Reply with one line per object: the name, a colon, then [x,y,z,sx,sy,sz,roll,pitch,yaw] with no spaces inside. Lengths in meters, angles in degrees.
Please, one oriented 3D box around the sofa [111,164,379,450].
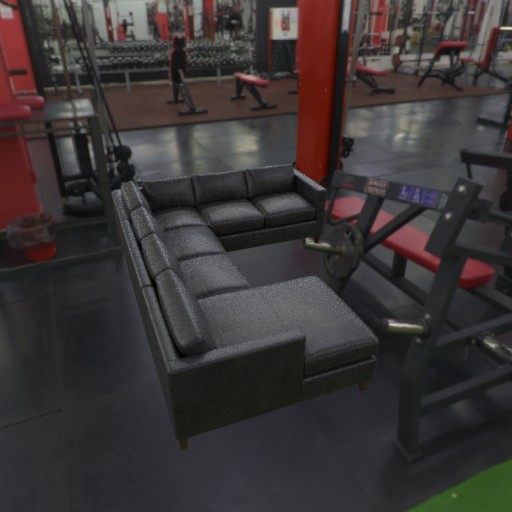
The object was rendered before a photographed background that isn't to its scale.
sofa: [0.000,0.000,4.527,2.452,0.891,3.324,-11,31,-19]
